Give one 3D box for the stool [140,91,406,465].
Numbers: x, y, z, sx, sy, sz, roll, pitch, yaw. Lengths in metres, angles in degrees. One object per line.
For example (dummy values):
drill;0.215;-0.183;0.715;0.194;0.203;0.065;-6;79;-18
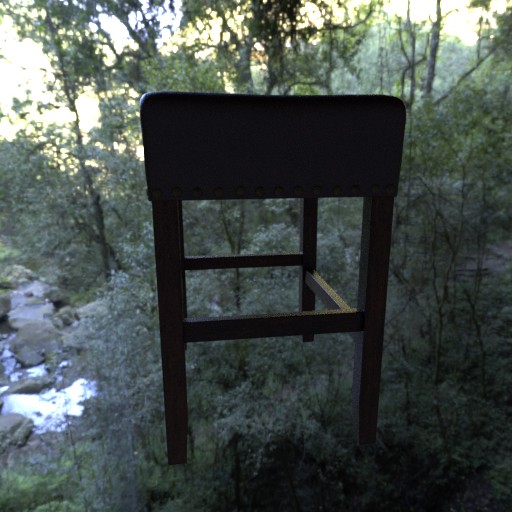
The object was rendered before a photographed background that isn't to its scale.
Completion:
stool;0.000;0.000;0.925;0.397;0.608;0.465;-2;15;-8
